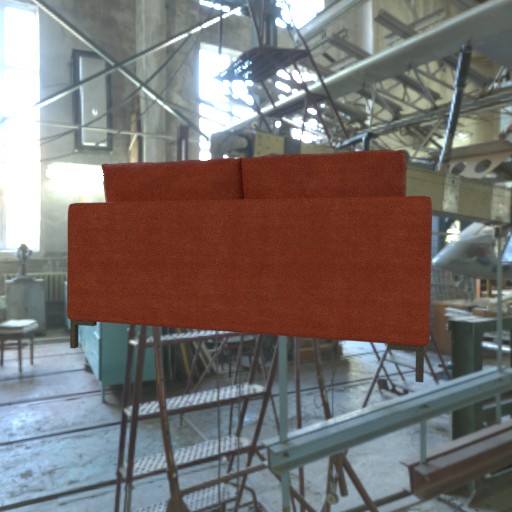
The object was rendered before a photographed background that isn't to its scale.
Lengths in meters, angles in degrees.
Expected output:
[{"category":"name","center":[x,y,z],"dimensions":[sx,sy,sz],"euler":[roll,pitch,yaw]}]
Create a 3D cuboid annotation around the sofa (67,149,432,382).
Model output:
[{"category":"sofa","center":[0.000,0.000,2.198],"dimensions":[1.574,0.896,0.864],"euler":[0,1,17]}]
